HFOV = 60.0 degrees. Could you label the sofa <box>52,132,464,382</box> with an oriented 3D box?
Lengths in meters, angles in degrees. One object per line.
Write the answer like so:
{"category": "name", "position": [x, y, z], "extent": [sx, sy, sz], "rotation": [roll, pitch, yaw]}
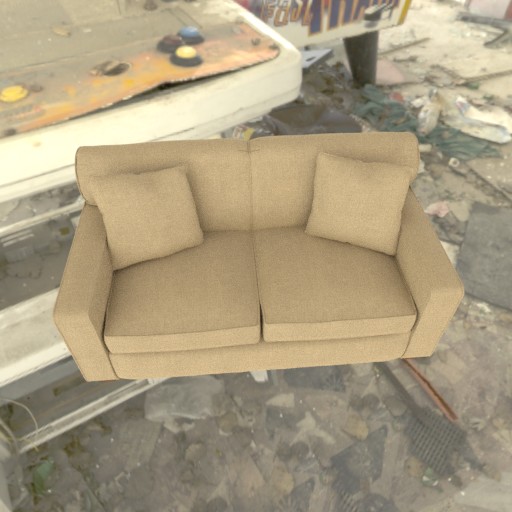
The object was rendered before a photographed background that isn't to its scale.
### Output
{"category": "sofa", "position": [0.000, 0.000, 2.376], "extent": [1.846, 0.958, 0.998], "rotation": [-3, 46, -3]}
